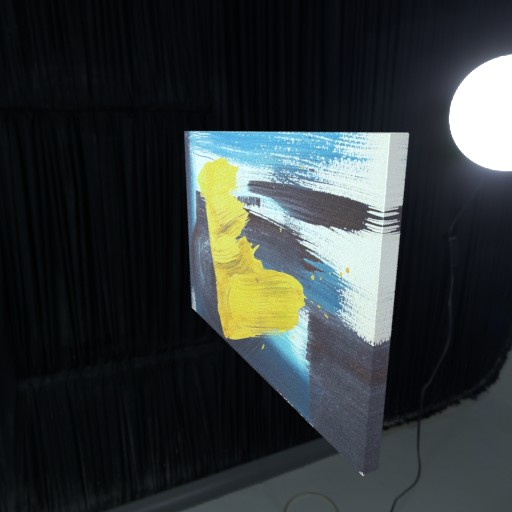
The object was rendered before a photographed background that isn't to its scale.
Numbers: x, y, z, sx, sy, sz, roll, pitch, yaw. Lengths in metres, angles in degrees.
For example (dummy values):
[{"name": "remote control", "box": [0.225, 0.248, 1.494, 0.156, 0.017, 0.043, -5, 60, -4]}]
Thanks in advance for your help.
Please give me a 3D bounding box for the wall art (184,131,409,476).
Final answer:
[{"name": "wall art", "box": [0.000, 0.000, 1.130, 0.039, 0.610, 0.914, -8, 18, -27]}]
